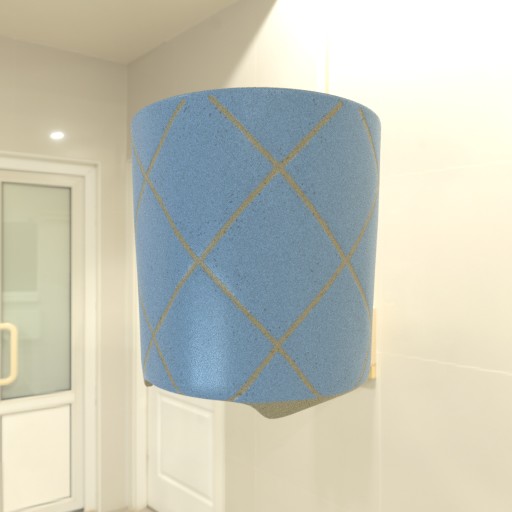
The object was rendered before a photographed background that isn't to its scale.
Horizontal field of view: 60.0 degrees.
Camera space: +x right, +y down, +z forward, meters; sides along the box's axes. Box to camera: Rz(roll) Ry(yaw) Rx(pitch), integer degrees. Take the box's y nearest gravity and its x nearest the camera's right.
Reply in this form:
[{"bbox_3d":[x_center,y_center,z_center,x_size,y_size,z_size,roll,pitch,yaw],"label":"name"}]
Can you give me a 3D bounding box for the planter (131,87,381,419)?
[{"bbox_3d":[0.000,0.000,0.418,0.227,0.235,0.227,0,0,0],"label":"planter"}]
